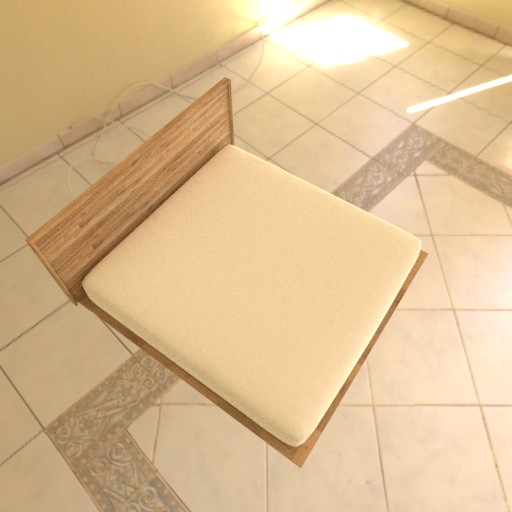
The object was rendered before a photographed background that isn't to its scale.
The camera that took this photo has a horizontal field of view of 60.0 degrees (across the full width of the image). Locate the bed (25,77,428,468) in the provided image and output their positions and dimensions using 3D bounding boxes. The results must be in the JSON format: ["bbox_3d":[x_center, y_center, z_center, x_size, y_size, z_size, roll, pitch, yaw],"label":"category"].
[{"bbox_3d":[0.000,0.000,3.447,2.167,1.100,2.116,31,61,19],"label":"bed"}]
